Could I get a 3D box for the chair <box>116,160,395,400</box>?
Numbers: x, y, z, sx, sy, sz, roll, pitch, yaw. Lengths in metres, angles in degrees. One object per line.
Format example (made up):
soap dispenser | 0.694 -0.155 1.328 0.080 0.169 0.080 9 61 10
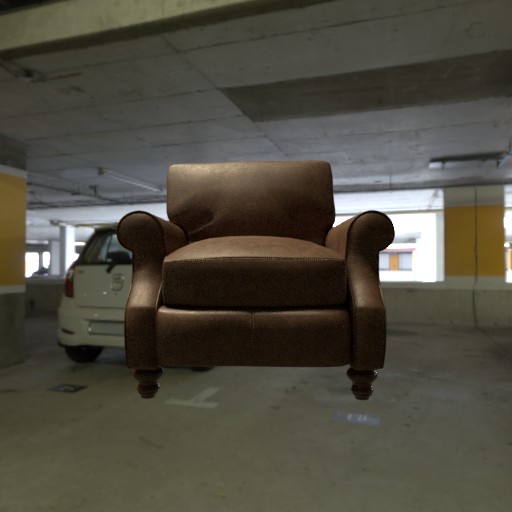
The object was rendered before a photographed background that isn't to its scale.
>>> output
chair | 0.000 0.000 1.889 0.996 0.976 1.002 0 -1 0
